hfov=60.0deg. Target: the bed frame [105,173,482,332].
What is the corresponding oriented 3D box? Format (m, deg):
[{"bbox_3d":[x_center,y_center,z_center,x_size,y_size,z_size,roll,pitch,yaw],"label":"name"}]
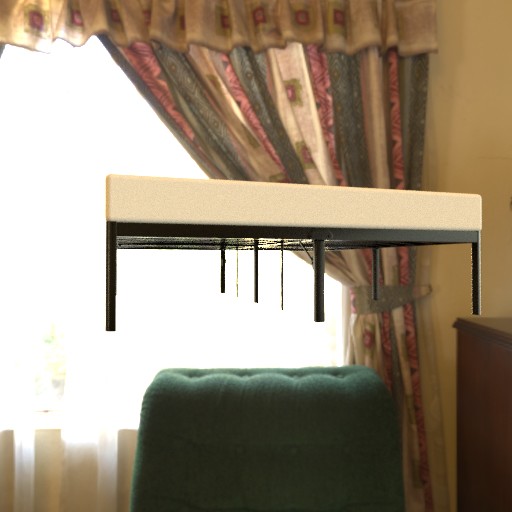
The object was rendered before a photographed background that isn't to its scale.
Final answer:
[{"bbox_3d":[0.000,0.000,3.097,1.963,0.659,2.079,0,-1,-17],"label":"bed frame"}]
